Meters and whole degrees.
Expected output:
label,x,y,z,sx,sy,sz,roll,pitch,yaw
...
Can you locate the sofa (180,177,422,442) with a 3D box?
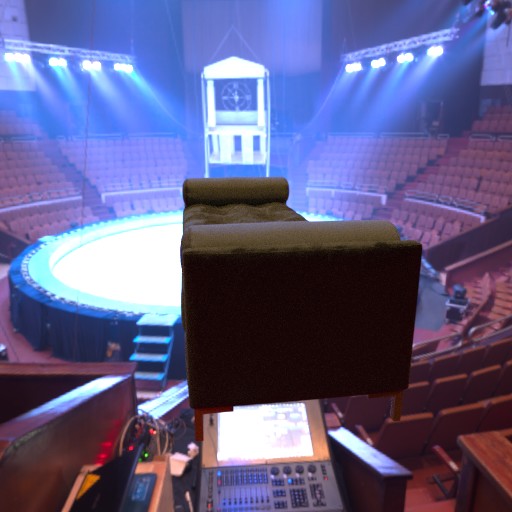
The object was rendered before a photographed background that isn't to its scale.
label,x,y,z,sx,sy,sz,roll,pitch,yaw
sofa,0.000,0.000,2.430,0.796,0.705,2.102,-2,15,-9
